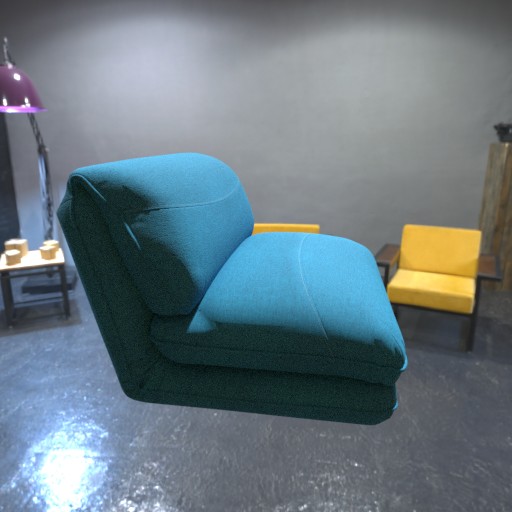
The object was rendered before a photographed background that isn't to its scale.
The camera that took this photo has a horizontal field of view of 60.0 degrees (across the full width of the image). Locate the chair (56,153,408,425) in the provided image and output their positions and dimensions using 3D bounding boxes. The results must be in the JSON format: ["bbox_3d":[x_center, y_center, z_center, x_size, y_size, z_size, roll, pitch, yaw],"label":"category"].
[{"bbox_3d":[0.000,0.000,1.317,0.780,0.580,0.820,2,15,9],"label":"chair"}]
